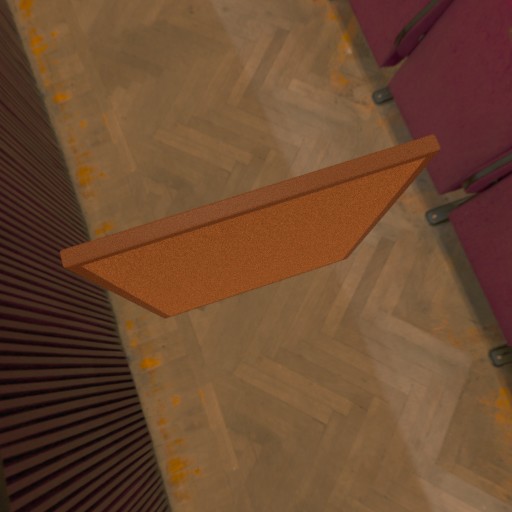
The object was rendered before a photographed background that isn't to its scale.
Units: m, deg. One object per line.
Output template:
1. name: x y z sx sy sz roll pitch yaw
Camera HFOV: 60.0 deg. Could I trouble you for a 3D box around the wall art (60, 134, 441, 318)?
1. wall art: 0.000 0.000 0.530 0.310 0.379 0.015 -18 77 -4
